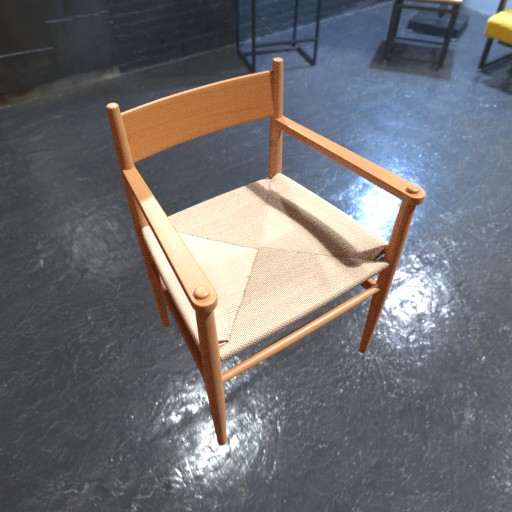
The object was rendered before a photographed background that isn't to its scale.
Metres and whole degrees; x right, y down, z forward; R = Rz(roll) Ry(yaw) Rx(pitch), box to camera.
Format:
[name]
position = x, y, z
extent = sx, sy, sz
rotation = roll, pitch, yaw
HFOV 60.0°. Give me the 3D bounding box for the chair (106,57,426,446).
[chair]
position = 0.000, 0.000, 1.145
extent = 0.556, 0.762, 0.495
rotation = -26, 51, -23
